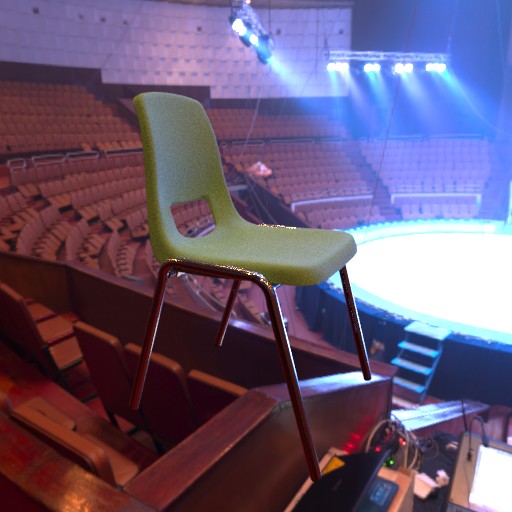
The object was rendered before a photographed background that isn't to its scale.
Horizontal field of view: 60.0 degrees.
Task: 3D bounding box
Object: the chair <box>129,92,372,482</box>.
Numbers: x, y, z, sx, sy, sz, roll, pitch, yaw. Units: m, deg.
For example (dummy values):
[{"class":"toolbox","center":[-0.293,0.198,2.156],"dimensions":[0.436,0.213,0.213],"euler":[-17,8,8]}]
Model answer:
[{"class":"chair","center":[0.000,0.000,0.918],"dimensions":[0.436,0.653,0.381],"euler":[8,17,26]}]
